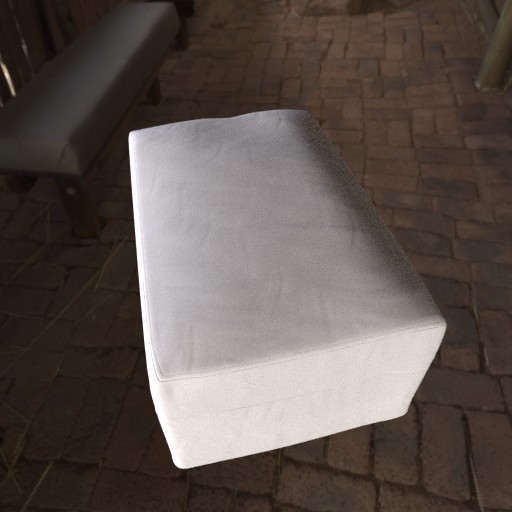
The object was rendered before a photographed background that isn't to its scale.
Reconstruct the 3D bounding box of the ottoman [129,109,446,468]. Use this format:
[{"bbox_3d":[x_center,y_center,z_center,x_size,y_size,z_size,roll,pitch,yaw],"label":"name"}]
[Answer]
[{"bbox_3d":[0.000,0.000,1.183,0.590,0.444,0.872,-10,47,-9],"label":"ottoman"}]
